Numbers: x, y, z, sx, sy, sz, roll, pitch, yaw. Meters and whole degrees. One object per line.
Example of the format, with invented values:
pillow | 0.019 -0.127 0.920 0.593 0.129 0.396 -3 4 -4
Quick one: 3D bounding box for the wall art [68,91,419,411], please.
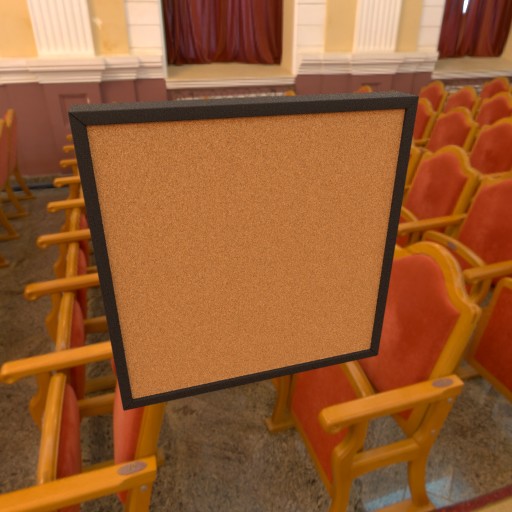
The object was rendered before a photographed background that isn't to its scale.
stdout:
wall art | 0.000 0.000 0.455 0.305 0.305 0.037 -8 28 -15
